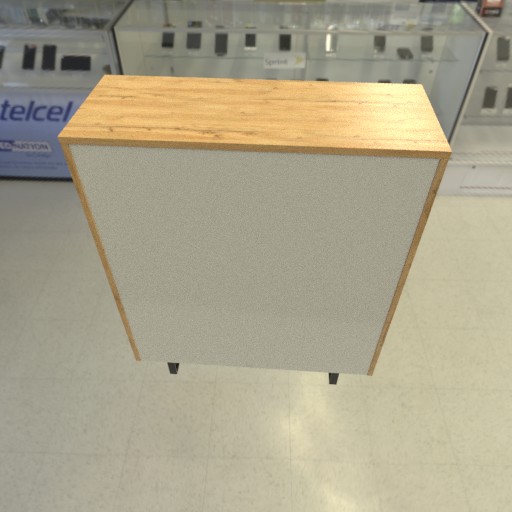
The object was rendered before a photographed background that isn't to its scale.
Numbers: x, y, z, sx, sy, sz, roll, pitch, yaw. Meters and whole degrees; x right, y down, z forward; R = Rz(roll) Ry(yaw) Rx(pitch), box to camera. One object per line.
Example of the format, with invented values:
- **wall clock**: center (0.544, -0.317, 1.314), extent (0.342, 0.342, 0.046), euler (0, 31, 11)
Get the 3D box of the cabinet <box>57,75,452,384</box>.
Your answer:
- **cabinet**: center (0.000, 0.000, 1.966), extent (1.168, 1.397, 0.473), euler (3, 45, 3)
